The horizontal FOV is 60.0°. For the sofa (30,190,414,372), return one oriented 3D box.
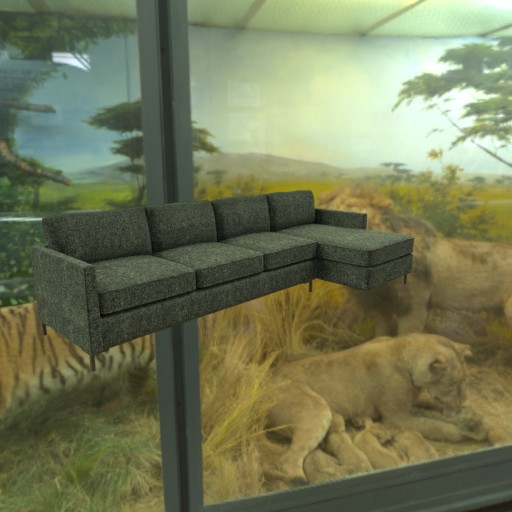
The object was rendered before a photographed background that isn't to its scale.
[{"bbox_3d":[0.000,0.000,4.080,1.488,0.970,3.384,13,19,43],"label":"sofa"}]
